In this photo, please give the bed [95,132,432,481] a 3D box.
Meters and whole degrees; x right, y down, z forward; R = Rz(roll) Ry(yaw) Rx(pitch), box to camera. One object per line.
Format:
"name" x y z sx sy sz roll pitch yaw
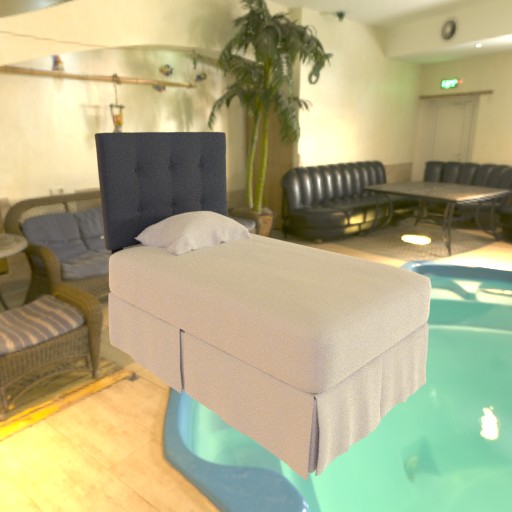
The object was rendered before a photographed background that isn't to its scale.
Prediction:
"bed" 0.000 0.000 2.934 1.997 1.571 1.261 15 22 42
